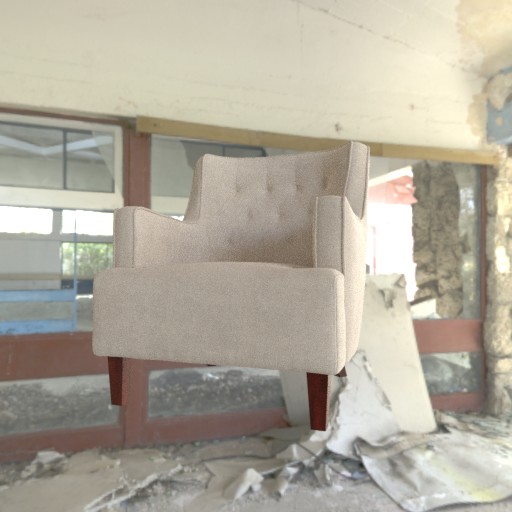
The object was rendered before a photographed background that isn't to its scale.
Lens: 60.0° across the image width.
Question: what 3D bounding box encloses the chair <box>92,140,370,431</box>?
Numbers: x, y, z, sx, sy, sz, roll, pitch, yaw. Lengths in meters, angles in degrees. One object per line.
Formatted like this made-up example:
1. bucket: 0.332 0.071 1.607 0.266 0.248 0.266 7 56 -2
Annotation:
1. chair: 0.000 0.000 1.622 0.781 0.920 0.910 0 -1 20
